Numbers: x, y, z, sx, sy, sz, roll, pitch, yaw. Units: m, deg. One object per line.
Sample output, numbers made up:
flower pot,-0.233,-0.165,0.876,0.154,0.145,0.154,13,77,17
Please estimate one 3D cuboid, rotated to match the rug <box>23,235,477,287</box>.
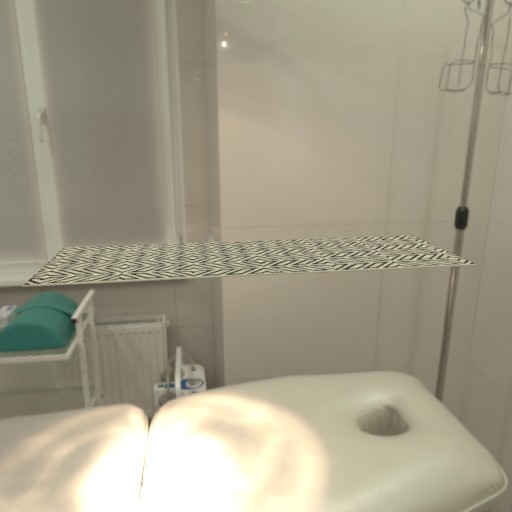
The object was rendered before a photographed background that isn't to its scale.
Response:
rug,0.000,0.000,2.707,2.435,0.009,0.750,-2,16,-8
